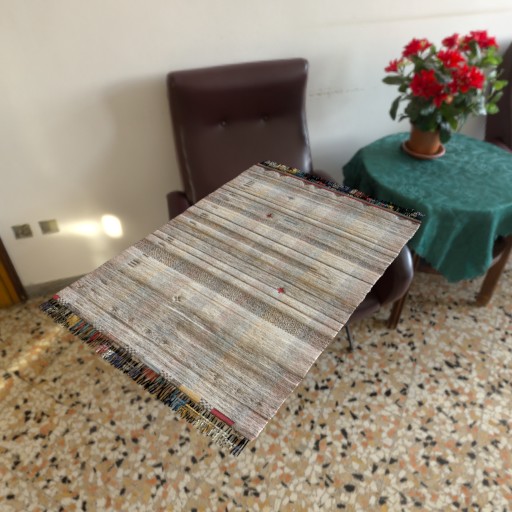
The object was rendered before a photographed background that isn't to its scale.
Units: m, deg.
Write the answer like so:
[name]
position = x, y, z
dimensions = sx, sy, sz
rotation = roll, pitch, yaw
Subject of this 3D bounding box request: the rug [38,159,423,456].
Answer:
[rug]
position = 0.000, 0.000, 2.367
dimensions = 1.217, 0.012, 1.848
rotation = 26, 46, 27
